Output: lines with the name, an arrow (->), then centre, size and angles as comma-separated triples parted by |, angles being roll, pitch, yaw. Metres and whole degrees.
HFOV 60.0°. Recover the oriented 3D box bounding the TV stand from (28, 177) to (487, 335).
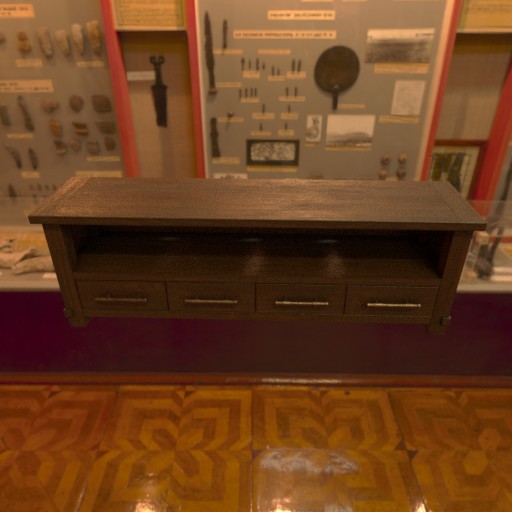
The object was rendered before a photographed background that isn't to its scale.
TV stand -> 0.000, 0.000, 2.148 | 1.866, 0.615, 0.471 | 1, 31, 2
